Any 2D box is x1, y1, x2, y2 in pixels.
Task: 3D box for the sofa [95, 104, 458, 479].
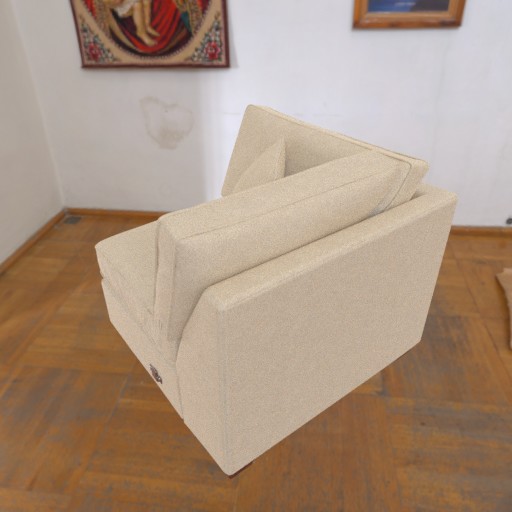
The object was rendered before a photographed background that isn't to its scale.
[{"bbox_3d":[0.000,0.000,1.917,1.146,1.002,1.084,-23,39,-31],"label":"sofa"}]
